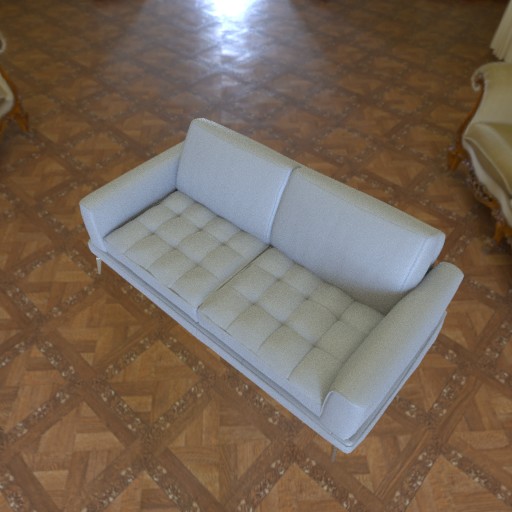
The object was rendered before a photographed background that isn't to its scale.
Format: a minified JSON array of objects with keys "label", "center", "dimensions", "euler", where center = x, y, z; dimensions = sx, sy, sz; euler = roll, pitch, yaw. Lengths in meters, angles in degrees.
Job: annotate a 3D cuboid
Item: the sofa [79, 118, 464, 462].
[{"label":"sofa","center":[0.000,0.000,2.721],"dimensions":[2.177,0.930,1.121],"euler":[32,55,27]}]
